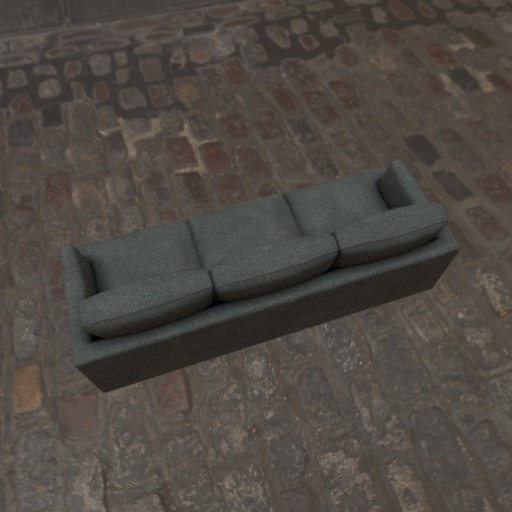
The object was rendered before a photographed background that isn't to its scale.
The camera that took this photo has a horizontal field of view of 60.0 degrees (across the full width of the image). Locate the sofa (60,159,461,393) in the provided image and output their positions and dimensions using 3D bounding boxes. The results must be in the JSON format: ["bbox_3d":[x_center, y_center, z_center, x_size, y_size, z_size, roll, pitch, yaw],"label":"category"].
[{"bbox_3d":[0.000,0.000,2.780,2.246,0.930,0.903,-16,59,-10],"label":"sofa"}]
